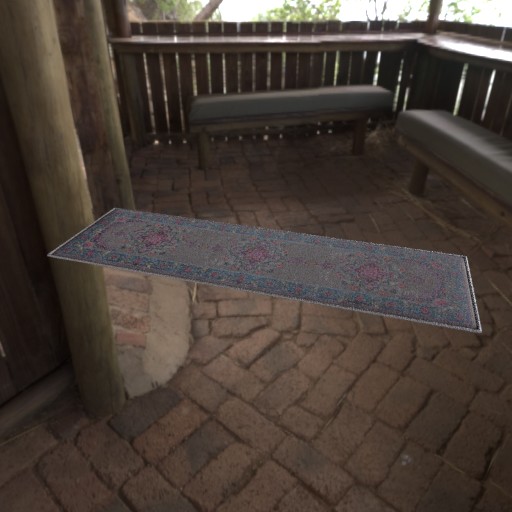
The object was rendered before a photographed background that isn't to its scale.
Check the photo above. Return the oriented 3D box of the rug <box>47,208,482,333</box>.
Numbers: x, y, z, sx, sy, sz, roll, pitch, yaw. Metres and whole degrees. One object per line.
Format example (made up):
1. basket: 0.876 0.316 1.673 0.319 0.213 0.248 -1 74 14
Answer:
1. rug: 0.000 0.000 2.011 1.827 0.012 0.553 9 31 15
